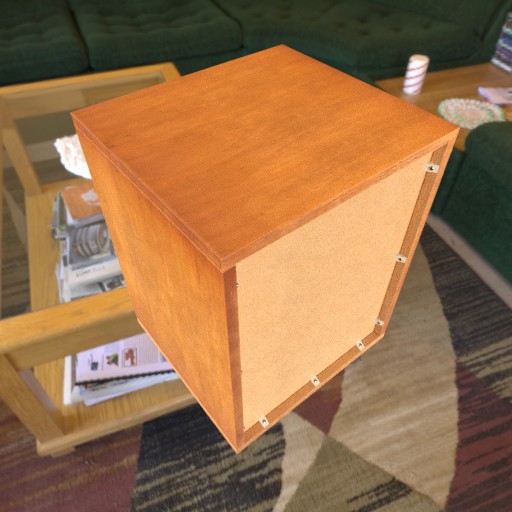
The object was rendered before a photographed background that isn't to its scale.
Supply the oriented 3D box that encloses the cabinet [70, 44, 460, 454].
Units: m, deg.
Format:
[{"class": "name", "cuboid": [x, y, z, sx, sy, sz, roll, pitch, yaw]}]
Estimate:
[{"class": "cabinet", "cuboid": [0.000, 0.000, 0.845, 0.409, 0.579, 0.401, -30, 53, -26]}]
